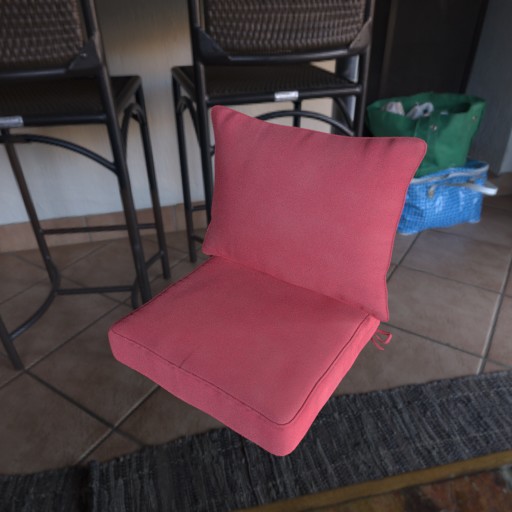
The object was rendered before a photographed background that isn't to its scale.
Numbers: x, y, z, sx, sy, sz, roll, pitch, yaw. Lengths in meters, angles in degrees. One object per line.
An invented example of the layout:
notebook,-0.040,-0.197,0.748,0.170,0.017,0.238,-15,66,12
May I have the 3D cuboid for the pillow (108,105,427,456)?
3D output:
pillow,0.000,0.000,1.389,0.798,0.725,0.733,20,37,29
